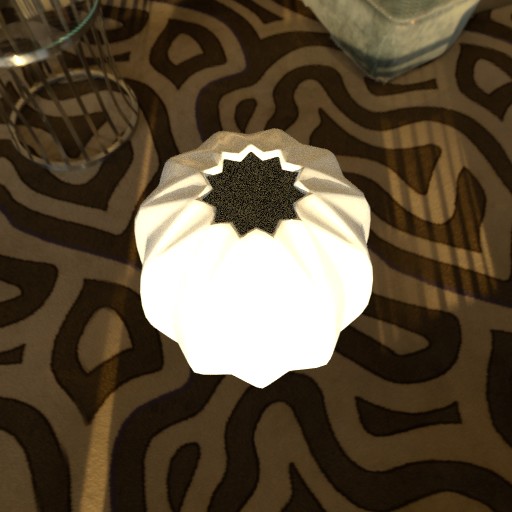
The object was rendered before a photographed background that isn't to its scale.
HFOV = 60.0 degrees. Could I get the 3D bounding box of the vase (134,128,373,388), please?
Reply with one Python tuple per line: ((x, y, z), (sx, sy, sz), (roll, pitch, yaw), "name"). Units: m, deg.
((0.000, 0.000, 0.254), (0.139, 0.134, 0.139), (0, 64, 0), "vase")
